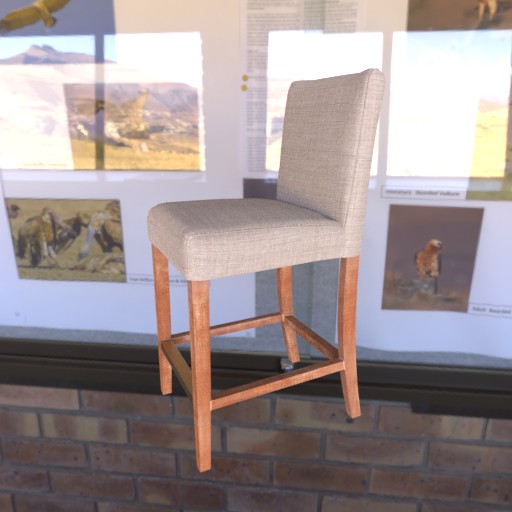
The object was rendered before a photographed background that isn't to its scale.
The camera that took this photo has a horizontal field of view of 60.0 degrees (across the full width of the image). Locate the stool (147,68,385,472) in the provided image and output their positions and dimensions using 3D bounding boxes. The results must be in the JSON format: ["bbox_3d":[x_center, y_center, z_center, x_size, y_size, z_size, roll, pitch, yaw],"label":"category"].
[{"bbox_3d":[0.000,0.000,1.341,0.567,1.039,0.454,-8,18,-24],"label":"stool"}]
